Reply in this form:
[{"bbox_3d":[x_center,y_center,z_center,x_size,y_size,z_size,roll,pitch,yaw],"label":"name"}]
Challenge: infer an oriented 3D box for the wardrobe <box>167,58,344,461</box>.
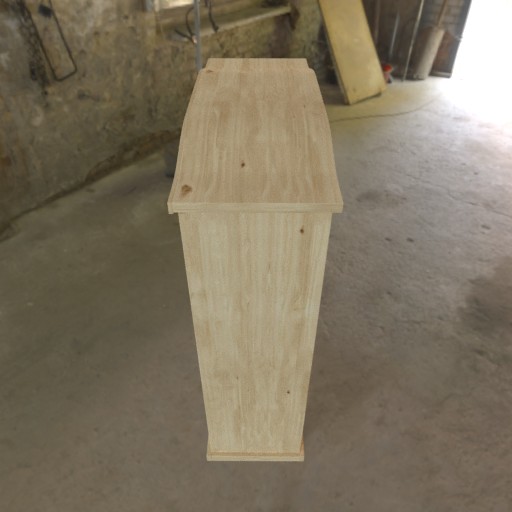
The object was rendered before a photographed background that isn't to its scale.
[{"bbox_3d":[0.000,0.000,2.550,0.570,1.870,1.500,0,40,0],"label":"wardrobe"}]
